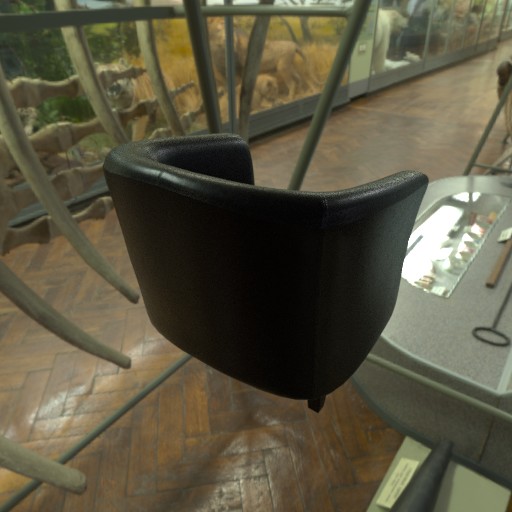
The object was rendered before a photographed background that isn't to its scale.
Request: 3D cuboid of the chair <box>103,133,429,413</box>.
[{"bbox_3d":[0.000,0.000,1.395,0.793,0.756,0.727,21,36,31],"label":"chair"}]
